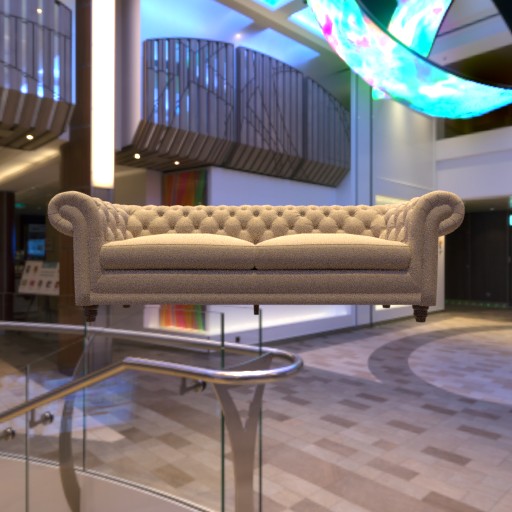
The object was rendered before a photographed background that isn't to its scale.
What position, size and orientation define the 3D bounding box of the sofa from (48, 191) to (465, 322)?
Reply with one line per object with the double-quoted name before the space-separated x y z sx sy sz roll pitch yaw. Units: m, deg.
"sofa" 0.000 0.000 3.273 2.694 0.847 1.076 0 0 0
